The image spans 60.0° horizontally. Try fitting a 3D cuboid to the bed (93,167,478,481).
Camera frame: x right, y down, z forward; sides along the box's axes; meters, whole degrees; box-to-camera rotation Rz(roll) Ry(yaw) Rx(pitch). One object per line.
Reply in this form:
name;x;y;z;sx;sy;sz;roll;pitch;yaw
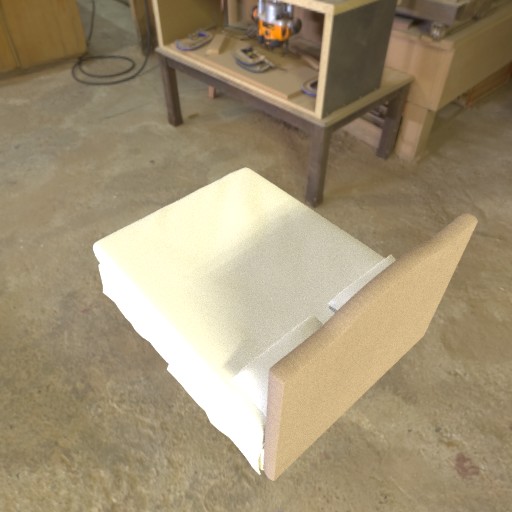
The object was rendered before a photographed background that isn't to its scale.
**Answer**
bed;0.000;0.000;3.414;1.821;1.436;2.282;-32;54;-27
